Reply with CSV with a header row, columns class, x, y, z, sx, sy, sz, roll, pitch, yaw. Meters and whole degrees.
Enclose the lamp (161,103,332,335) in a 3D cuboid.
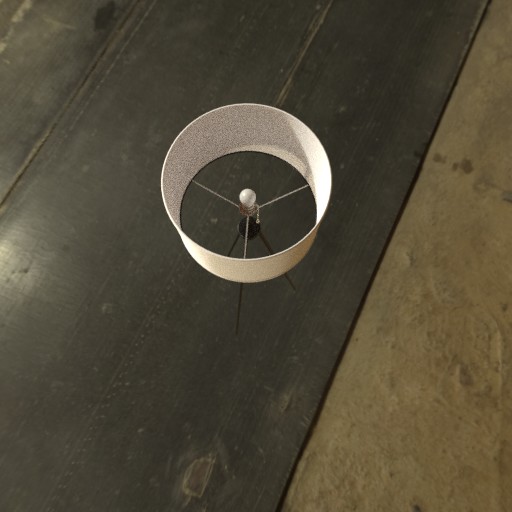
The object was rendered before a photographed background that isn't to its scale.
class,x,y,z,sx,sy,sz,roll,pitch,yaw
lamp,0.000,0.000,1.805,0.458,1.545,0.448,-12,75,-3
